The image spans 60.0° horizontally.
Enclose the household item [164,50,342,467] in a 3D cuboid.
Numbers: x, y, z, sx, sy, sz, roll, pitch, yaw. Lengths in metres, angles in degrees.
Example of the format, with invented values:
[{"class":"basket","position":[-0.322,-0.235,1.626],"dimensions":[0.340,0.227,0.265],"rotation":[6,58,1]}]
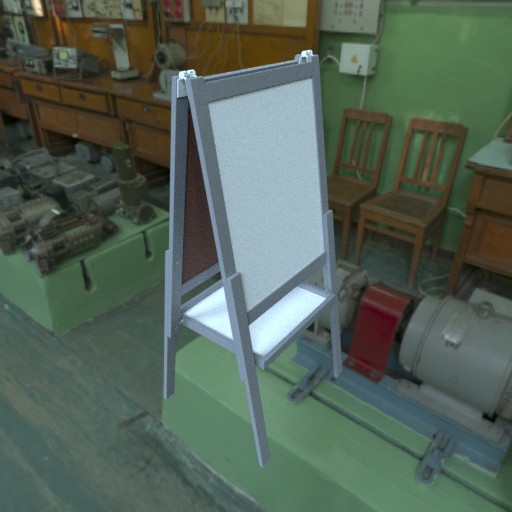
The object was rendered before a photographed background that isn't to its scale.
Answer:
[{"class":"household item","position":[0.000,0.000,1.433],"dimensions":[0.469,1.172,0.531],"rotation":[22,37,32]}]
